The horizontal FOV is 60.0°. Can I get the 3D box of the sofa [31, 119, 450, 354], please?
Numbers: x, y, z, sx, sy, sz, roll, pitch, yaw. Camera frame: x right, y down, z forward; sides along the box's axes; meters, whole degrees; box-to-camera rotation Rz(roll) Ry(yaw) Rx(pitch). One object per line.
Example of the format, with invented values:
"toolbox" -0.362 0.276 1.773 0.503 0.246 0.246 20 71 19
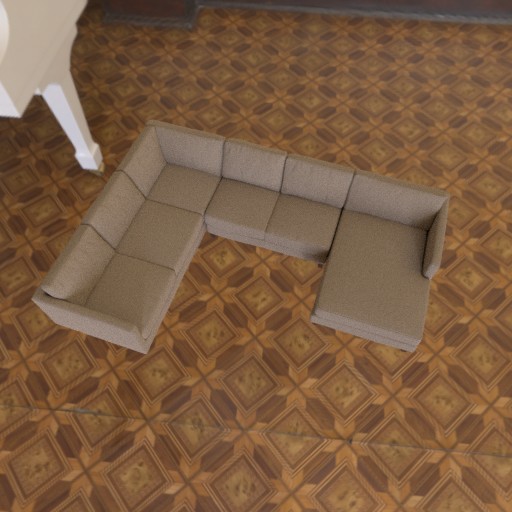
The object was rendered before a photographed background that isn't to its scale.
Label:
"sofa" 0.000 0.000 4.460 3.438 0.865 2.424 16 60 10
